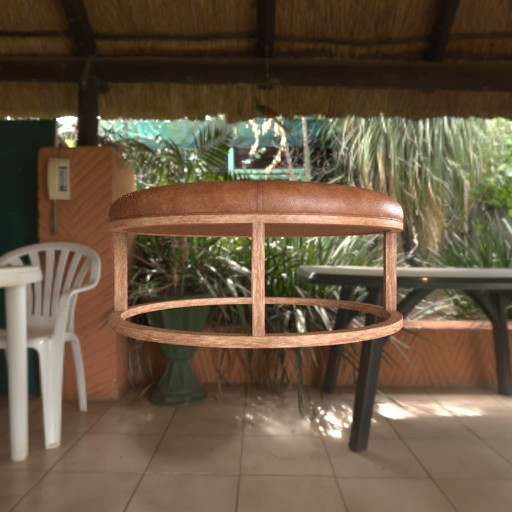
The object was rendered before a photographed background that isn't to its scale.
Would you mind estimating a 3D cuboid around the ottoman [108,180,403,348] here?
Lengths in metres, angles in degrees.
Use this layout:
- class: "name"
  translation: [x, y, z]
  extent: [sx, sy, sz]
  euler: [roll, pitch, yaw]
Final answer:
- class: "ottoman"
  translation: [0.000, 0.000, 1.580]
  extent: [1.006, 0.445, 1.006]
  euler: [0, 0, 0]
